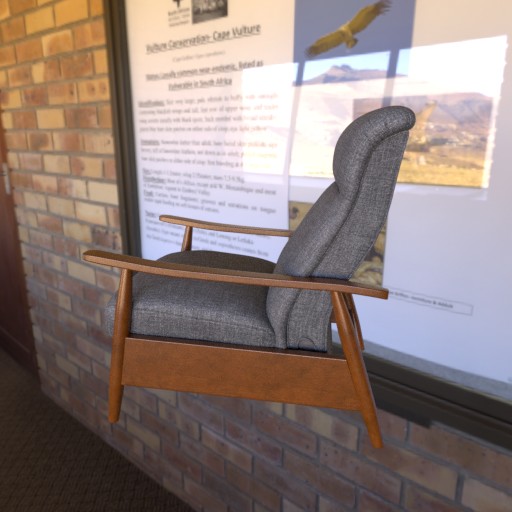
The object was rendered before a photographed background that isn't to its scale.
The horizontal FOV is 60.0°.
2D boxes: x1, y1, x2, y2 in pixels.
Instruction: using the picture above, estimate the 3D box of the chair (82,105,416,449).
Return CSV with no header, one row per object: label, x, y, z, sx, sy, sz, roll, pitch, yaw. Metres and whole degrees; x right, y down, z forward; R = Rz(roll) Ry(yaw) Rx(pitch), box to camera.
chair,0.000,0.000,1.736,1.030,1.082,0.762,2,15,8
